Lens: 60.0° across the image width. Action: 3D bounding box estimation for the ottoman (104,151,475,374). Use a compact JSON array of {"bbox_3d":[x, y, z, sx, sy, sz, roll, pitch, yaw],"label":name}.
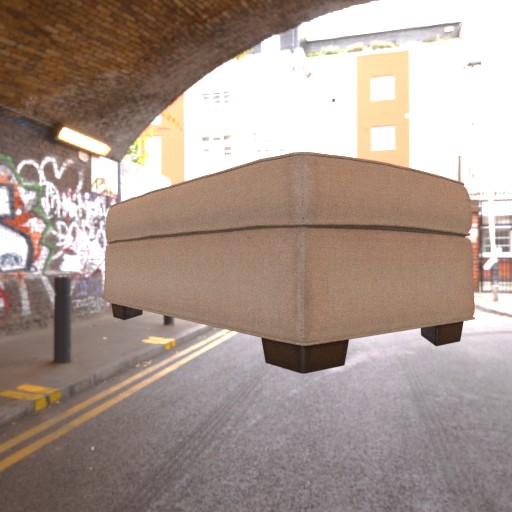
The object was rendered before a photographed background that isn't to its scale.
[{"bbox_3d":[0.000,0.000,1.400,0.617,0.448,1.097,0,-1,-37],"label":"ottoman"}]
